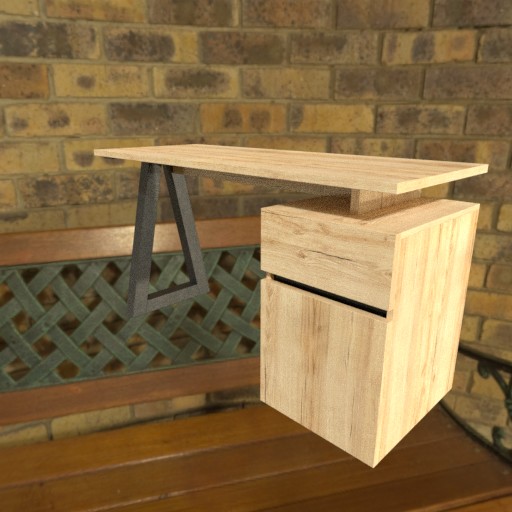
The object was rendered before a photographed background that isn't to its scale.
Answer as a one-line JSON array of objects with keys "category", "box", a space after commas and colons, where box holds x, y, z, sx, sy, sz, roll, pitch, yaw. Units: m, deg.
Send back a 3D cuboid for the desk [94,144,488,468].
[{"category": "desk", "box": [0.000, 0.000, 1.715, 1.400, 0.760, 0.550, 17, 24, 42]}]
